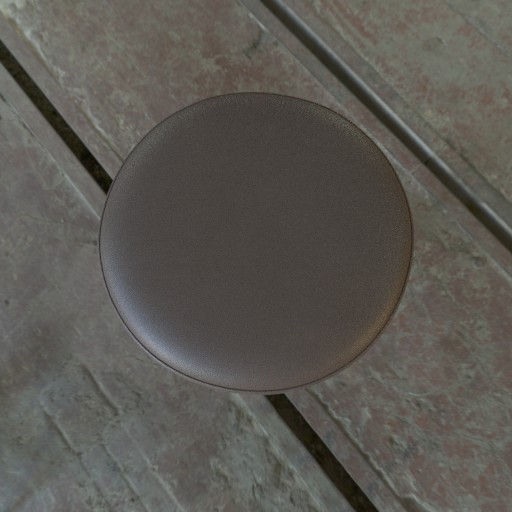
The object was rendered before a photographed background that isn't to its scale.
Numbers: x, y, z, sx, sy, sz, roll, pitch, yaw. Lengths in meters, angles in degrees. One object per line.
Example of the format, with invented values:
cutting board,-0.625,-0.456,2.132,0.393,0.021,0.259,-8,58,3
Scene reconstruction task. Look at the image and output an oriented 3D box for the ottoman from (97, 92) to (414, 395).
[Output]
ottoman,0.000,0.000,0.858,0.500,0.409,0.500,0,76,0
